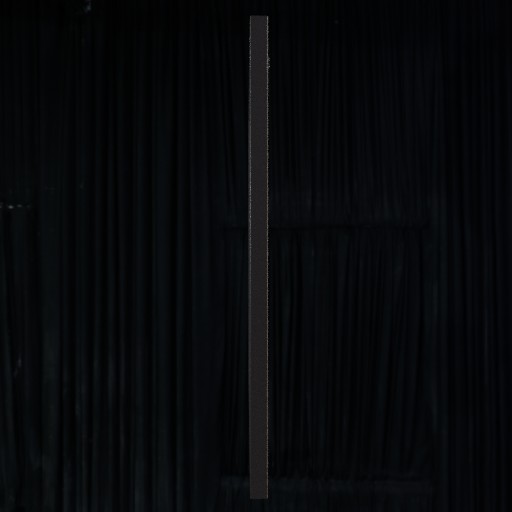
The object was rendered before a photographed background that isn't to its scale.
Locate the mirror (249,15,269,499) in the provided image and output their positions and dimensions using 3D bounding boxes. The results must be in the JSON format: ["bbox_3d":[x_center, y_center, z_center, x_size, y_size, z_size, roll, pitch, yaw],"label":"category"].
[{"bbox_3d":[0.000,0.000,1.313,0.041,1.016,0.762,0,1,-1],"label":"mirror"}]
